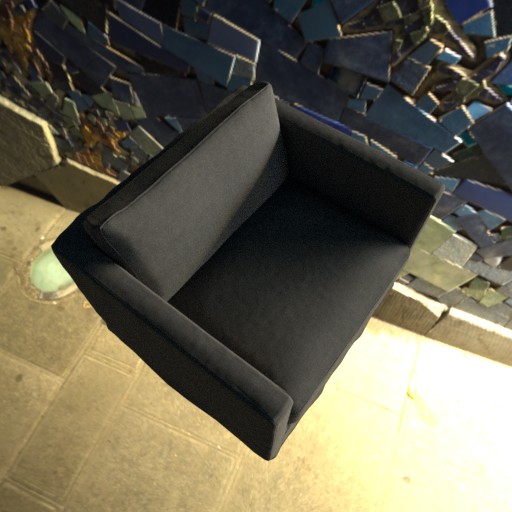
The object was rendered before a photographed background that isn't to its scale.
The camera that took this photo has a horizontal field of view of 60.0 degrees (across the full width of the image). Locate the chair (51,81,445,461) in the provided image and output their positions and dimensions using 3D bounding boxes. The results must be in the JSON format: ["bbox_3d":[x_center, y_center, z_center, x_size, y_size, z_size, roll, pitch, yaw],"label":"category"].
[{"bbox_3d":[0.000,0.000,1.719,0.949,0.863,1.057,33,64,19],"label":"chair"}]
